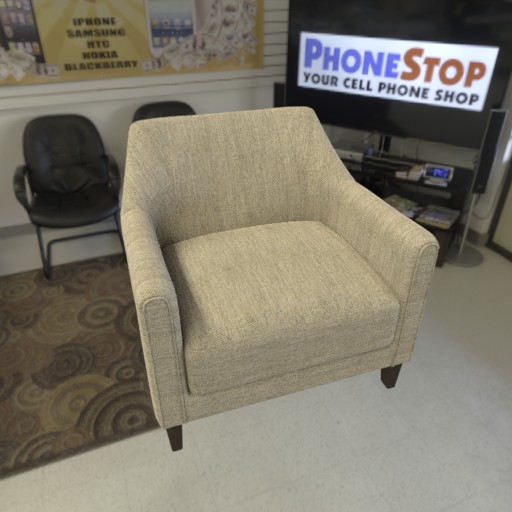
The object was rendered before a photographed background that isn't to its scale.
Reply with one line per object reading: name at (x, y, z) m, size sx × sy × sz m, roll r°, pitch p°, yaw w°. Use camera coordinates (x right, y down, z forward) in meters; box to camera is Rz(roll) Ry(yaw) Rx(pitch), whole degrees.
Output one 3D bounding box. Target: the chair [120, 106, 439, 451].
chair at (0.000, 0.000, 1.437) m, size 0.796 × 0.761 × 0.758 m, roll -10°, pitch 34°, yaw -16°
